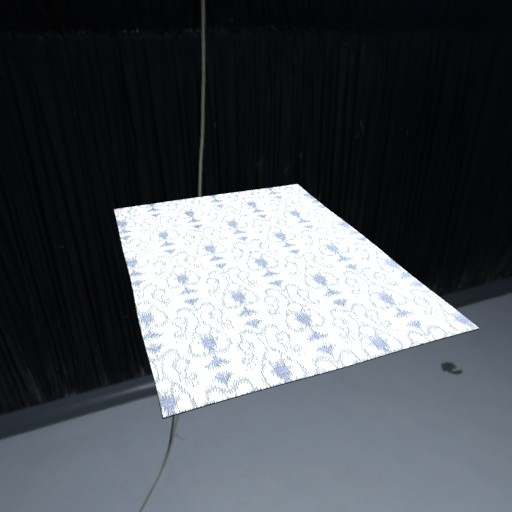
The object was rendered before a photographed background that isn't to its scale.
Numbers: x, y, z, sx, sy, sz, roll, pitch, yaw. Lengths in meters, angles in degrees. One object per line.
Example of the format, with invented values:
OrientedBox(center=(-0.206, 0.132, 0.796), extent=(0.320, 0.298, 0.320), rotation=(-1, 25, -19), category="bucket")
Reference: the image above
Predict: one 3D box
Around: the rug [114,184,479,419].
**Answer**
OrientedBox(center=(0.000, 0.000, 2.997), extent=(1.676, 0.013, 2.261), rotation=(-11, 32, -18), category="rug")
